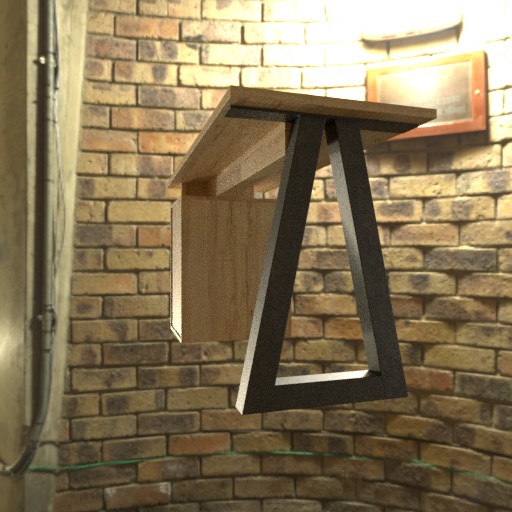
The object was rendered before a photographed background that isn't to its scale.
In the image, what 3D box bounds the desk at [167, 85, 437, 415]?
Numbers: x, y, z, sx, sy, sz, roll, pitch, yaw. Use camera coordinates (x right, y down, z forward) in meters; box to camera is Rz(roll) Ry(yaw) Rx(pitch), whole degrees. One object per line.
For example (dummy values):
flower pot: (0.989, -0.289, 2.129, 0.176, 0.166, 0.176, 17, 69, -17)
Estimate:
desk: (0.000, 0.000, 1.737, 0.550, 0.760, 1.400, 0, 0, -17)
